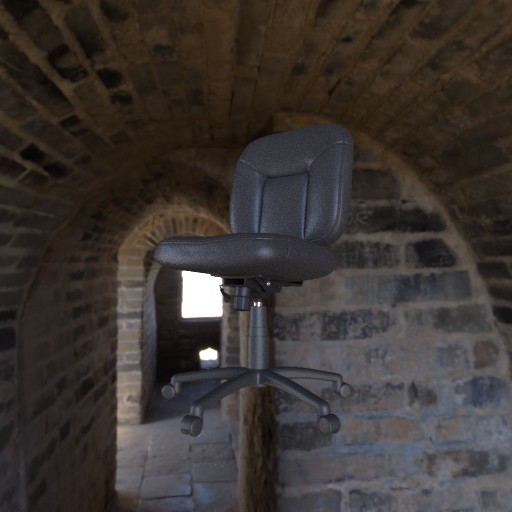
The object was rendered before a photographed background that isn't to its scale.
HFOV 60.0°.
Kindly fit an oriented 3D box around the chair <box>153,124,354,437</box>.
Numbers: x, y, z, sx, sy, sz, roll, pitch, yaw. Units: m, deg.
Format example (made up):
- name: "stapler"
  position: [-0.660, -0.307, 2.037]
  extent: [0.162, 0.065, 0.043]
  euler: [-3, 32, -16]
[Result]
- name: "chair"
  position: [0.000, 0.000, 1.426]
  extent: [0.647, 0.959, 0.646]
  euler: [-1, -2, 35]
